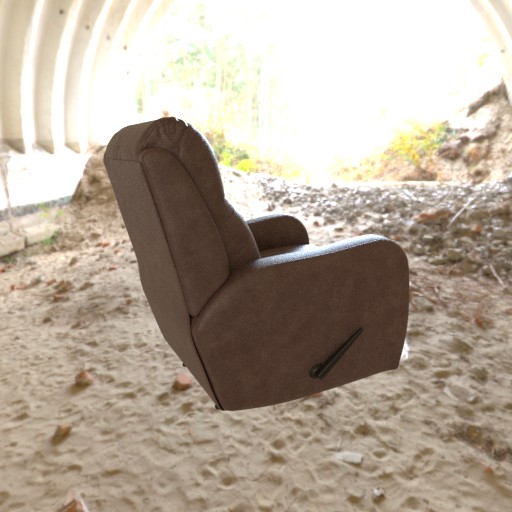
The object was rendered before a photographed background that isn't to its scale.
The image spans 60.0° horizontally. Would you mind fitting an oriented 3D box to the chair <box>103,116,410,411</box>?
[{"bbox_3d":[0.000,0.000,1.858,1.067,1.067,0.865,-7,15,-27],"label":"chair"}]
